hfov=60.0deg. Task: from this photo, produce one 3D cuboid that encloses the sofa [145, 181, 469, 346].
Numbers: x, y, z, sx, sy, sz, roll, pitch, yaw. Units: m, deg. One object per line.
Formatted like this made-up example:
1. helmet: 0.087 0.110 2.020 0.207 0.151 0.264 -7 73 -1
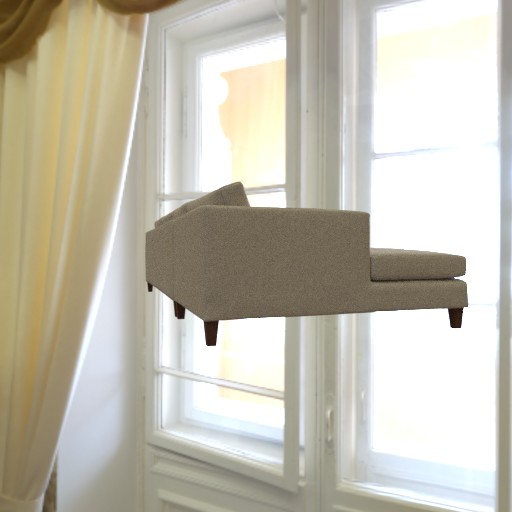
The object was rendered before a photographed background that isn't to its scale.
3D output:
1. sofa: 0.000 0.000 3.878 1.625 0.846 3.186 0 1 -19
